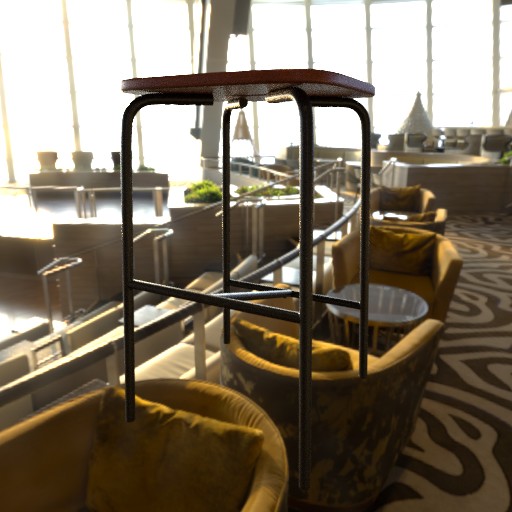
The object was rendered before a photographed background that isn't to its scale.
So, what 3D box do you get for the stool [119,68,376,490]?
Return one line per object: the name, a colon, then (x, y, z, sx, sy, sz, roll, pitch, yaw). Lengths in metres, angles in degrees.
stool: (0.000, 0.000, 0.840, 0.376, 0.610, 0.376, 8, 18, 26)
